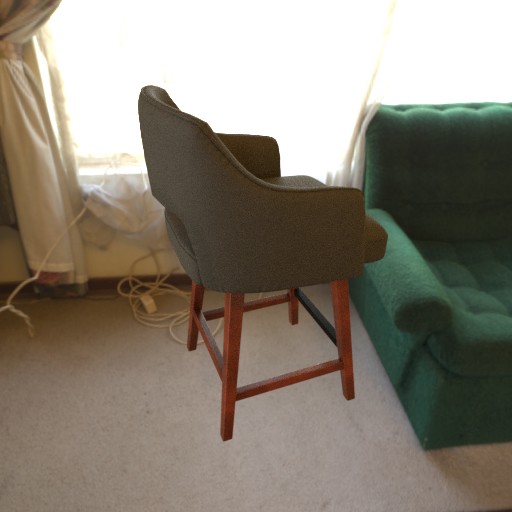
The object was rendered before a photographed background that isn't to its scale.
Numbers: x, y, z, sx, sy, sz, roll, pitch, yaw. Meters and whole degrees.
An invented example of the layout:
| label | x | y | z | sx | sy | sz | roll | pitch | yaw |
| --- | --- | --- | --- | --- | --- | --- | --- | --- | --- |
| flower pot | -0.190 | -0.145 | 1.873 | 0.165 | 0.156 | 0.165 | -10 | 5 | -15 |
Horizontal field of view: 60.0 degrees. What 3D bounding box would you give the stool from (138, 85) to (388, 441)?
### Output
| label | x | y | z | sx | sy | sz | roll | pitch | yaw |
| --- | --- | --- | --- | --- | --- | --- | --- | --- | --- |
| stool | 0.000 | 0.000 | 1.266 | 0.558 | 0.912 | 0.548 | -11 | 31 | -19 |
